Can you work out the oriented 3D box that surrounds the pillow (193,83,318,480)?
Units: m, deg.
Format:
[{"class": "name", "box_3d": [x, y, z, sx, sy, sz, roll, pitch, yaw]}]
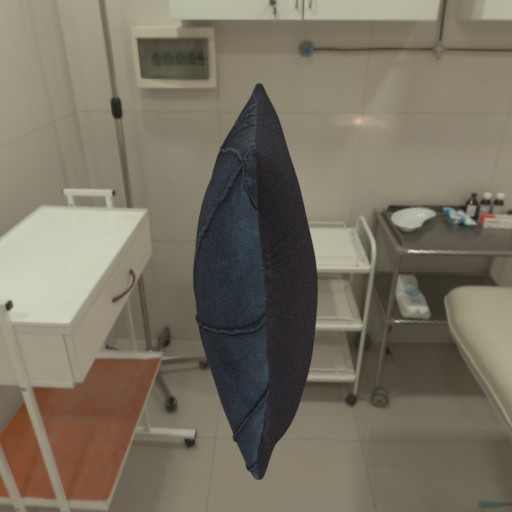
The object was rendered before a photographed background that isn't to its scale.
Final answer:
[{"class": "pillow", "box_3d": [0.000, 0.000, 0.664, 0.183, 0.440, 0.439, 1, 28, 1]}]
